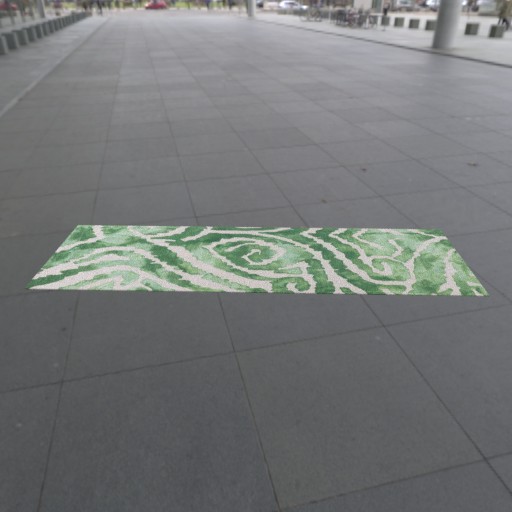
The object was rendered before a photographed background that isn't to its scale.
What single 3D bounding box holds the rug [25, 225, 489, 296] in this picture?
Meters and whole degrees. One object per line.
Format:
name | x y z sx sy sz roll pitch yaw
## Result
rug | 0.000 0.000 2.652 2.438 0.006 0.761 1 30 1
